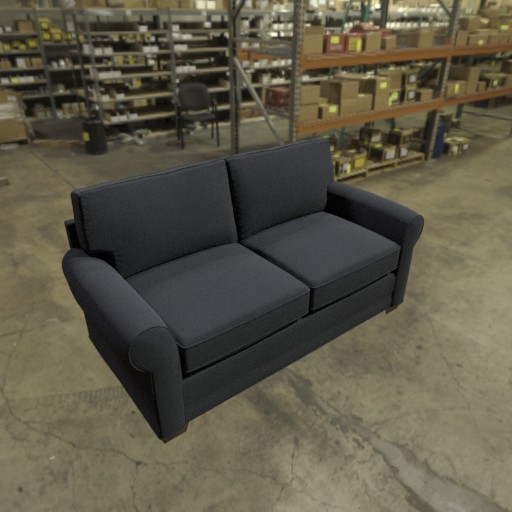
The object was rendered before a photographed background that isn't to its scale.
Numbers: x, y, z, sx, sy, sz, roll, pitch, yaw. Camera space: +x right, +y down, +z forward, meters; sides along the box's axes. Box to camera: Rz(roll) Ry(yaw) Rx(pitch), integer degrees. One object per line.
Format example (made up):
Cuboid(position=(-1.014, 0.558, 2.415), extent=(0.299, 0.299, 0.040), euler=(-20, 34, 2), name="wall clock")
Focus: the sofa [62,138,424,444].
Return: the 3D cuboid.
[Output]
Cuboid(position=(0.000, 0.000, 2.586), extent=(2.009, 1.031, 0.951), euler=(-21, 35, -33), name="sofa")
